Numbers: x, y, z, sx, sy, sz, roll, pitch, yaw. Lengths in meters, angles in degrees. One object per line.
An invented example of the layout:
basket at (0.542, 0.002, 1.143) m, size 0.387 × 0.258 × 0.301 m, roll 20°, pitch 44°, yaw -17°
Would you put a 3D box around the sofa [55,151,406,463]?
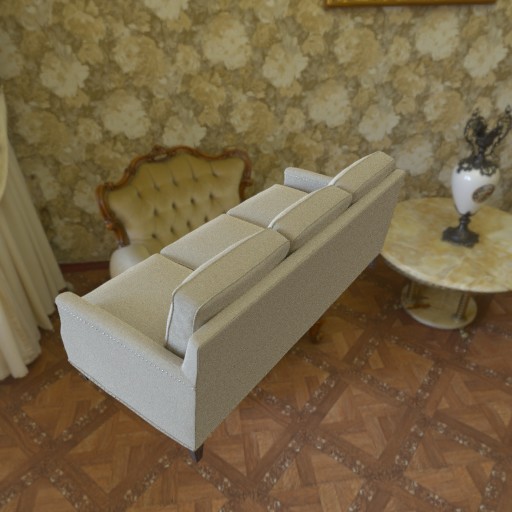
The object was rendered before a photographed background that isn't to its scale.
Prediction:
sofa at (0.000, 0.000, 2.862) m, size 1.084 × 1.003 × 2.246 m, roll 22°, pitch 39°, yaw 30°
